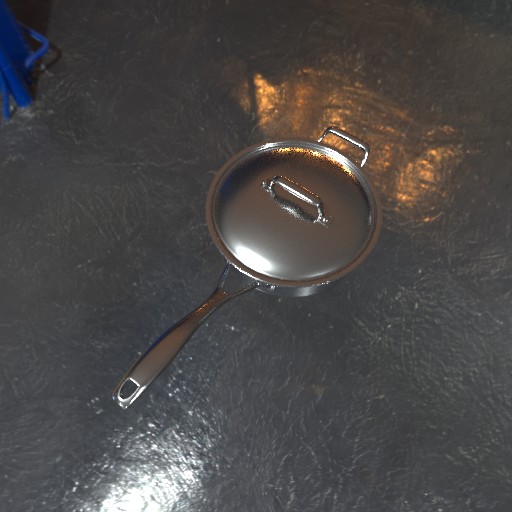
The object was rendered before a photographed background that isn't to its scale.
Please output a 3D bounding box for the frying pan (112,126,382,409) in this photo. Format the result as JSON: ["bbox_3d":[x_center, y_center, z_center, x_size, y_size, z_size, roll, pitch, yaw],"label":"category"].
[{"bbox_3d":[0.000,0.000,0.595,0.245,0.111,0.492,33,68,15],"label":"frying pan"}]
